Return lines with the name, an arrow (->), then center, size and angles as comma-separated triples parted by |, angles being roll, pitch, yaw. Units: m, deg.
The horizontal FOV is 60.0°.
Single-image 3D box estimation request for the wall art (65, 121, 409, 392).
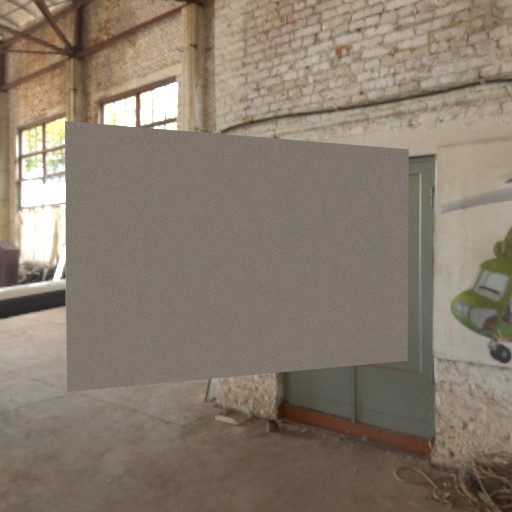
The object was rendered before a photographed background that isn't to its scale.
wall art -> 0.000, 0.000, 1.136 | 0.898, 0.601, 0.038 | 0, 1, -18
